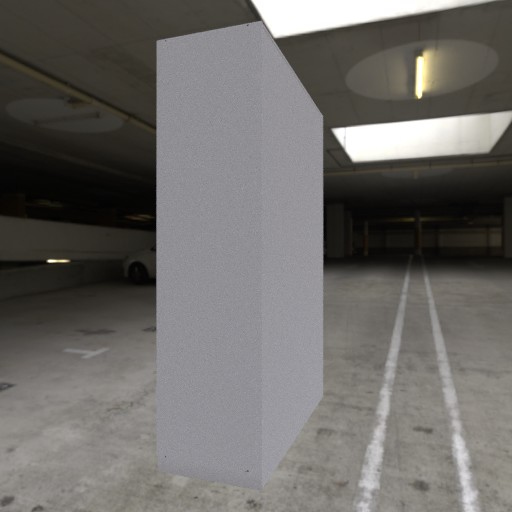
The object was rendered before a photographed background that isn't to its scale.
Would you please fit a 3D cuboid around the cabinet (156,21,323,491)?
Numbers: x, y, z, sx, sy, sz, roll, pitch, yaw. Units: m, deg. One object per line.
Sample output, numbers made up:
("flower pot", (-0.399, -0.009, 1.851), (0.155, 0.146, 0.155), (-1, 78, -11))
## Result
("cabinet", (0.000, 0.000, 2.494), (0.510, 1.910, 1.290), (0, 0, 20))
